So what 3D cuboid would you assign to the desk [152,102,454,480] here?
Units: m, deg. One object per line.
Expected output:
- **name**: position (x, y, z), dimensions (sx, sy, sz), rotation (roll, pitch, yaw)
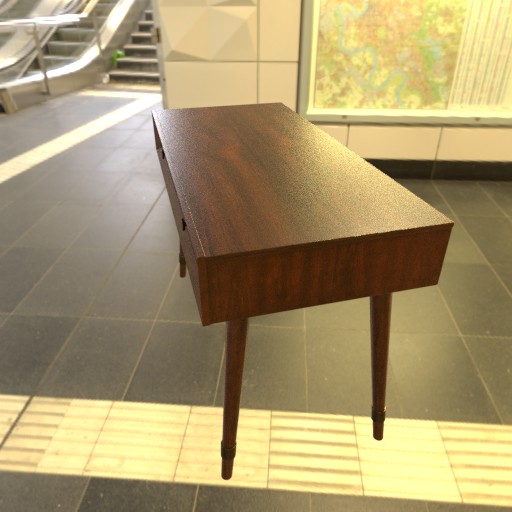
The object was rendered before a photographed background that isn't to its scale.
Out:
- **desk**: position (0.000, 0.000, 2.088), dimensions (0.734, 1.031, 1.577), rotation (-8, 32, -13)
